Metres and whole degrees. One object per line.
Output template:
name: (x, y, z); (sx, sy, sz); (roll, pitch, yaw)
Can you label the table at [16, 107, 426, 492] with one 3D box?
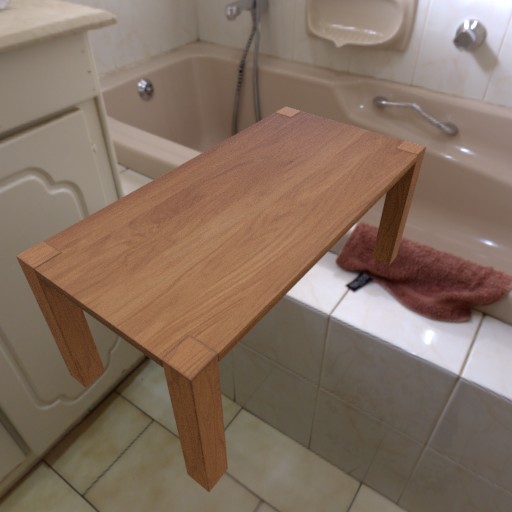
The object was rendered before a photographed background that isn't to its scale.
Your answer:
table: (0.000, 0.000, 2.249); (0.900, 0.760, 1.800); (26, 47, 27)
